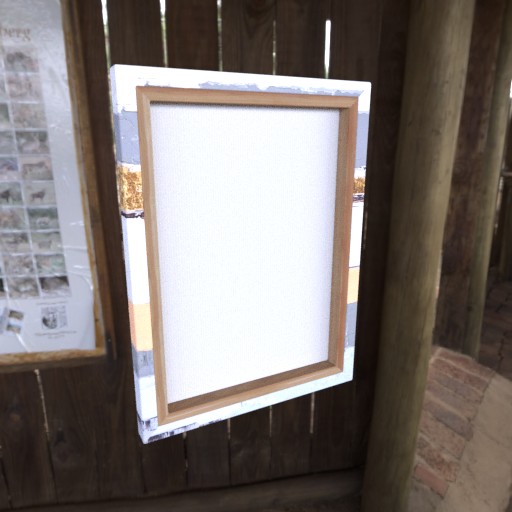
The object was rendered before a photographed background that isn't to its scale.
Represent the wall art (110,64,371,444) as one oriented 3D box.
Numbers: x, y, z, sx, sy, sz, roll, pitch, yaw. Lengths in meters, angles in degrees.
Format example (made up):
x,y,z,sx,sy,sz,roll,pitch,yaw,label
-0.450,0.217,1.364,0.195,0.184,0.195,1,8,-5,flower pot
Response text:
x,y,z,sx,sy,sz,roll,pitch,yaw,label
0.000,0.000,0.802,0.456,0.609,0.038,-8,17,-26,wall art
